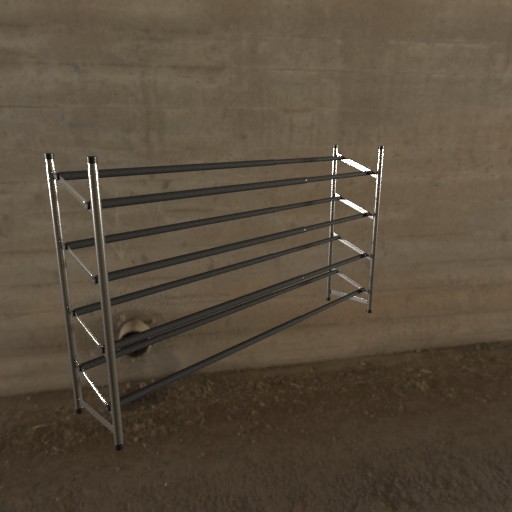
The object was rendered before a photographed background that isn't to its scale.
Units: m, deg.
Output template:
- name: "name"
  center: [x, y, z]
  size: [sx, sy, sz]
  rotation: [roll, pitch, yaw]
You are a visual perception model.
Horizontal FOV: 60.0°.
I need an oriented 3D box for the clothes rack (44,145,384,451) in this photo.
- name: "clothes rack"
  center: [0.000, 0.000, 1.424]
  size: [0.229, 0.672, 1.168]
  rotation: [14, 21, 42]
